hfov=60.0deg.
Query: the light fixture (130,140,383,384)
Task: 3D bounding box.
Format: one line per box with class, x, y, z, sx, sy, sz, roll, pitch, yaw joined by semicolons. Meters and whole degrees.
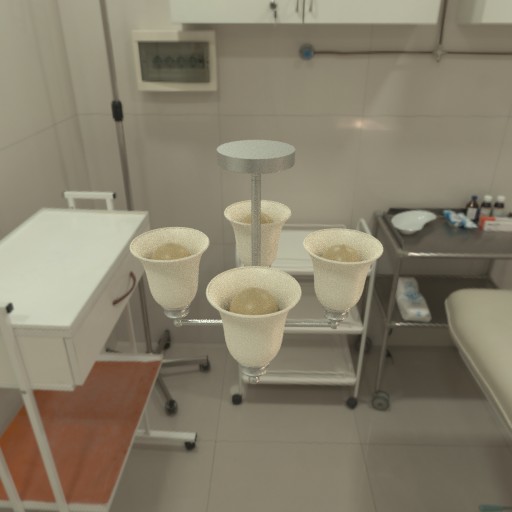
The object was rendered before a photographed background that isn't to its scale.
light fixture;0.000;0.000;0.764;0.427;0.370;0.427;1;27;1
